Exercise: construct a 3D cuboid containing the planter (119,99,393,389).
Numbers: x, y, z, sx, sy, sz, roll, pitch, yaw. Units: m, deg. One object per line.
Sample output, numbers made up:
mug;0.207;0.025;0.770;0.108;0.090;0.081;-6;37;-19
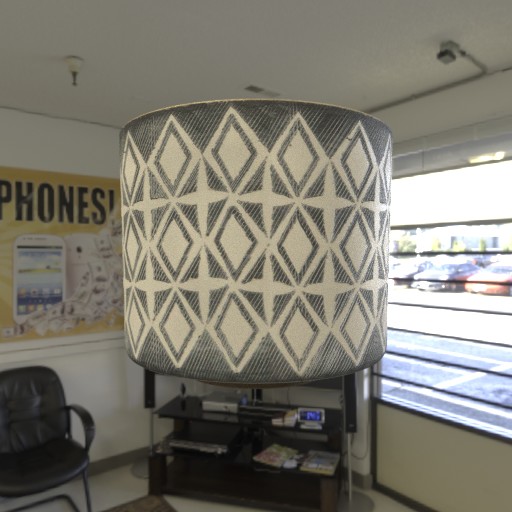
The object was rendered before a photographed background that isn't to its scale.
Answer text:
planter;0.000;0.000;0.326;0.192;0.165;0.192;0;0;0
